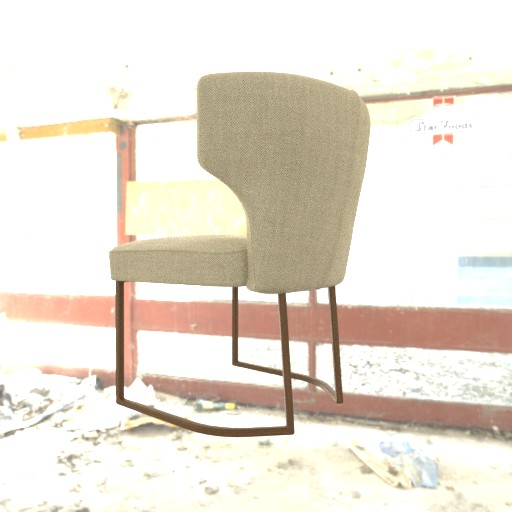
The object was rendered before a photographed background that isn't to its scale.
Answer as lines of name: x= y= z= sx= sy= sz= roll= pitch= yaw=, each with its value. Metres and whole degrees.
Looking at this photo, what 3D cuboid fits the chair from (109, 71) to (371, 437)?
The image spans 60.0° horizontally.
chair: x=0.000 y=0.000 z=1.250 sx=0.617 sy=0.824 sz=0.611 roll=1 pitch=2 yaw=37
